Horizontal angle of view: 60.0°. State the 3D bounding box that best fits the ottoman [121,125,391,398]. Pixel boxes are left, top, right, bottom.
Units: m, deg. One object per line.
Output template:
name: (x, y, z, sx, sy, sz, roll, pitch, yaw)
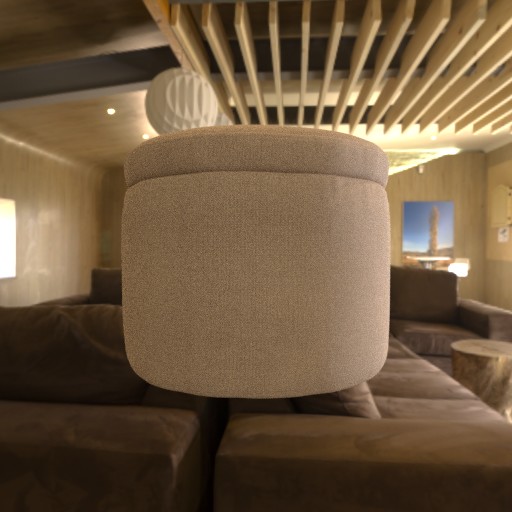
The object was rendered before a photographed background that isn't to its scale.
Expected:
ottoman: (0.000, 0.000, 0.857, 0.497, 0.409, 0.497, 0, 1, 0)
